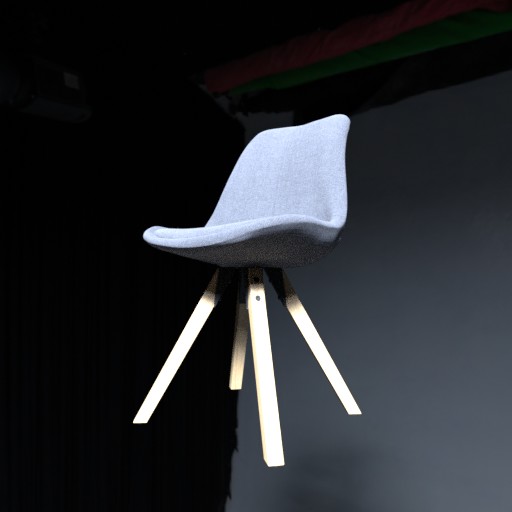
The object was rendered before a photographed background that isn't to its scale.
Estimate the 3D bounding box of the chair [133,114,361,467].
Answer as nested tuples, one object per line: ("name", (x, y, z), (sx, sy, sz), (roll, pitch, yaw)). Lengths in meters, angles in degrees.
("chair", (0.000, 0.000, 1.193), (0.485, 0.850, 0.550), (-1, -2, 36))
